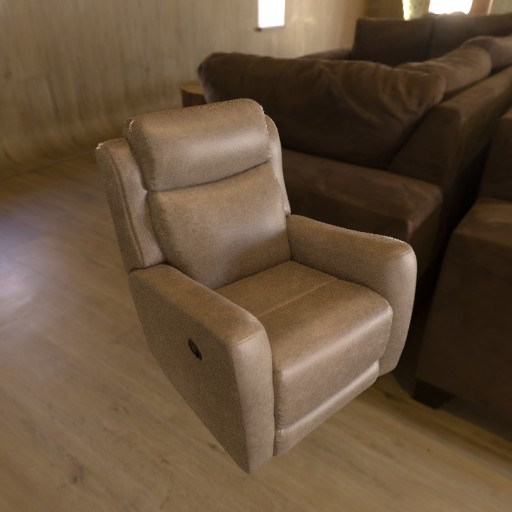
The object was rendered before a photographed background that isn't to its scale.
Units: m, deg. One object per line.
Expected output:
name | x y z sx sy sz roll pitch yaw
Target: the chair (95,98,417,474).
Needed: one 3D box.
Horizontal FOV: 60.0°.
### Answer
chair | 0.000 0.000 1.916 0.965 1.116 1.068 -22 37 -32
